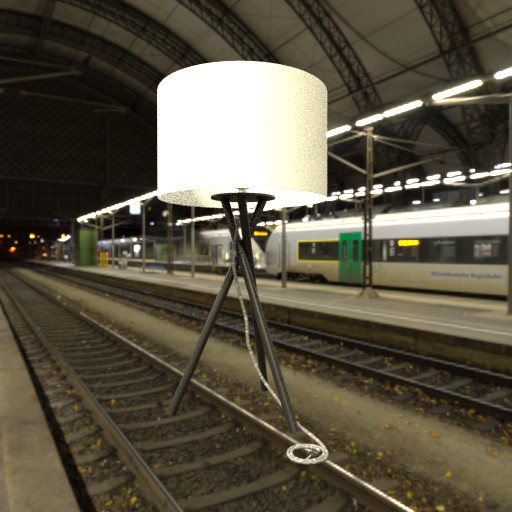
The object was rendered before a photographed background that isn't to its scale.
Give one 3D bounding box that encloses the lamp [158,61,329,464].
[{"bbox_3d":[0.000,0.000,0.921,0.422,0.674,0.353,0,1,37],"label":"lamp"}]
